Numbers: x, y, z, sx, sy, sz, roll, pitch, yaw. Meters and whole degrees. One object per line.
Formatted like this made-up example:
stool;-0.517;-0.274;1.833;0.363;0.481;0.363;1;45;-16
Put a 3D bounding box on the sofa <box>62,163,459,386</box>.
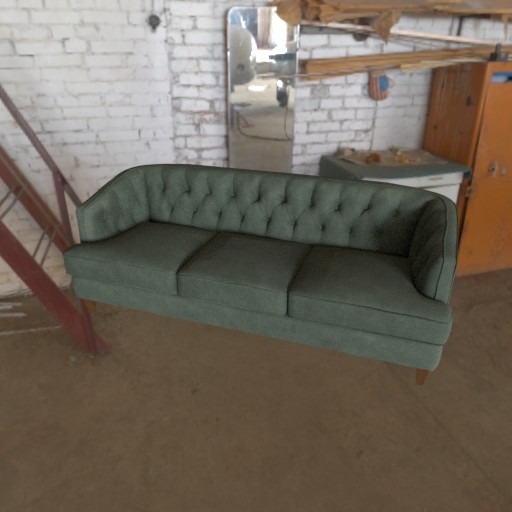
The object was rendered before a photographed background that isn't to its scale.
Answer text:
sofa;0.000;0.000;2.803;2.278;0.855;0.941;9;27;17
